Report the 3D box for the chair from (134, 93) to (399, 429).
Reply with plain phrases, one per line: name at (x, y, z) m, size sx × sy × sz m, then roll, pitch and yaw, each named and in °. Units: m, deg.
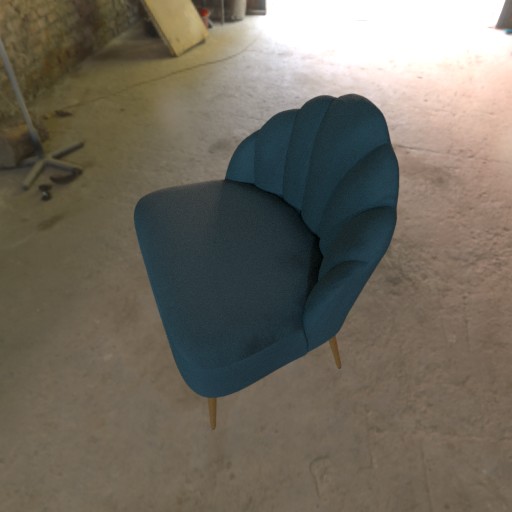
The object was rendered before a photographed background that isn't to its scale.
chair at (0.000, 0.000, 1.253) m, size 0.599 × 0.819 × 0.657 m, roll -16°, pitch 48°, yaw -15°
